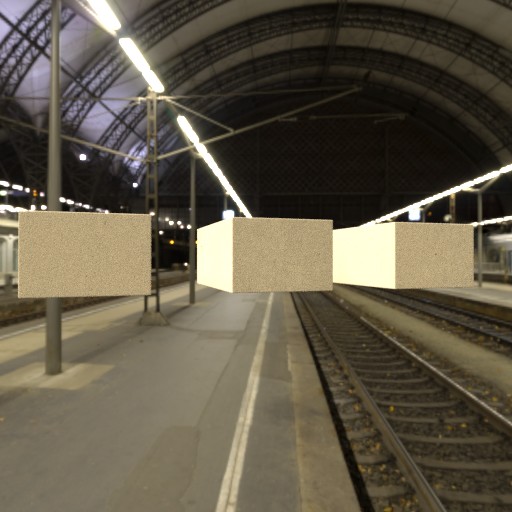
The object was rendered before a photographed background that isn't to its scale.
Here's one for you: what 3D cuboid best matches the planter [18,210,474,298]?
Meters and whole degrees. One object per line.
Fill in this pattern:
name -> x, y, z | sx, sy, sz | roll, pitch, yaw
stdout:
planter -> 0.000, 0.000, 0.370 | 0.333, 0.051, 0.127 | 0, 0, -18
